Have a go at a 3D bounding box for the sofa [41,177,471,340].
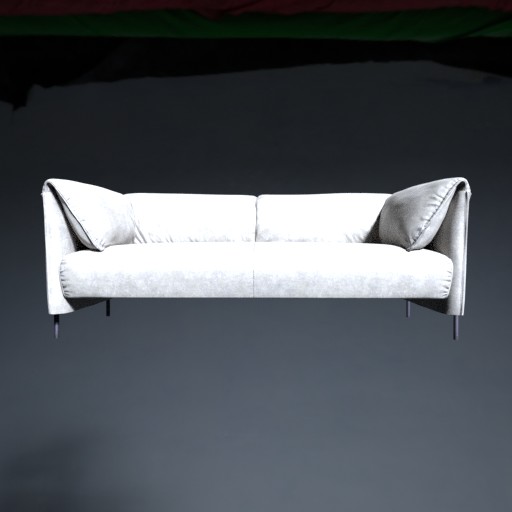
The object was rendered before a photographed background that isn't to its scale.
[{"bbox_3d":[0.000,0.000,2.343,1.878,0.747,0.905,0,1,1],"label":"sofa"}]
